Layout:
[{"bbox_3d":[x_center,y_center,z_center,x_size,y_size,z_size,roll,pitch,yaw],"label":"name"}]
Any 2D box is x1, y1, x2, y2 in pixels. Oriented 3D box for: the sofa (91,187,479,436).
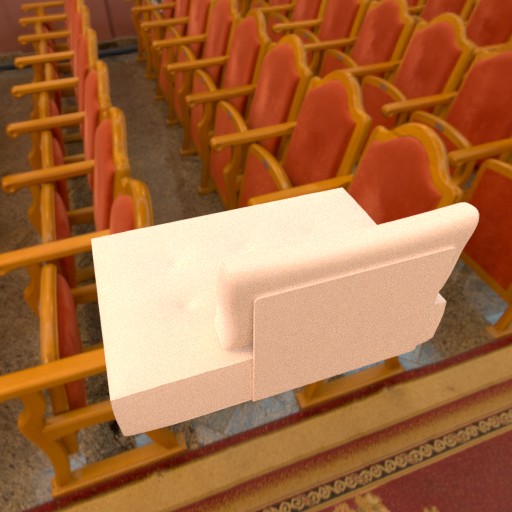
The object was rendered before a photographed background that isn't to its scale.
[{"bbox_3d":[0.000,0.000,2.043,1.450,0.820,1.000,-13,43,-14],"label":"sofa"}]
